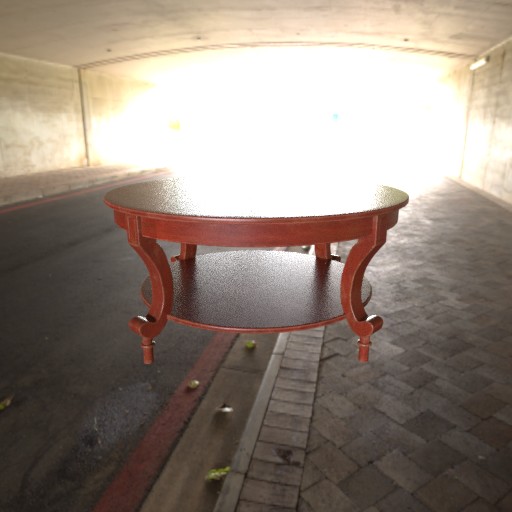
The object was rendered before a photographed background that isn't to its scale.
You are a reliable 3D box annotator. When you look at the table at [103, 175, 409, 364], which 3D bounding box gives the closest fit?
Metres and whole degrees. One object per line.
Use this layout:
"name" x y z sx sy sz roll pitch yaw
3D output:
"table" 0.000 0.000 1.628 1.029 0.486 1.029 0 16 0
